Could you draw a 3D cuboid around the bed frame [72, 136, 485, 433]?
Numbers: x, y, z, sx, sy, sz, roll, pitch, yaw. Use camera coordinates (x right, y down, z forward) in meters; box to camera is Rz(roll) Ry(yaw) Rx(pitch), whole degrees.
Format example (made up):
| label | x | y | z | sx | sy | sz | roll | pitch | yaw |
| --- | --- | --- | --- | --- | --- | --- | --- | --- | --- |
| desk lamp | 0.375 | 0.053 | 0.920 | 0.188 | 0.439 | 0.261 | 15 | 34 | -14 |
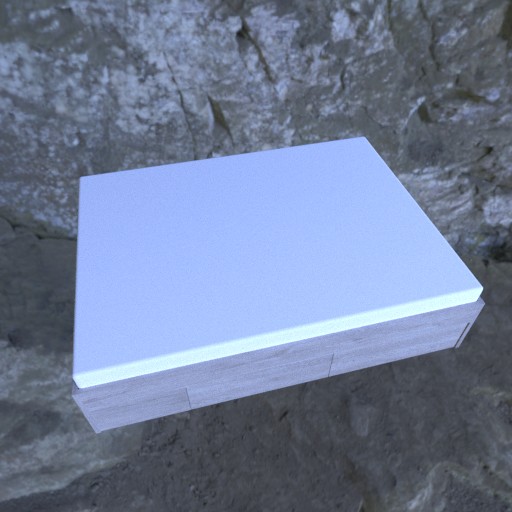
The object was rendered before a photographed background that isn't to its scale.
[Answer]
| label | x | y | z | sx | sy | sz | roll | pitch | yaw |
| --- | --- | --- | --- | --- | --- | --- | --- | --- | --- |
| bed frame | 0.000 | 0.000 | 2.593 | 1.944 | 0.490 | 1.448 | -10 | 47 | -10 |
